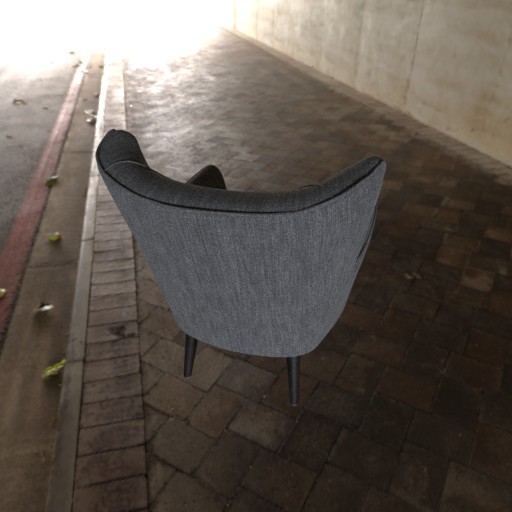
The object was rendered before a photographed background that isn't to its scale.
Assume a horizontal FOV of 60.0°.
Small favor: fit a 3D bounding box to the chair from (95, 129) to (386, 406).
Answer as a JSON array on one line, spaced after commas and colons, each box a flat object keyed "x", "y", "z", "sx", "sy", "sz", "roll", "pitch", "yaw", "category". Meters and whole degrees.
[{"x": 0.000, "y": 0.000, "z": 1.570, "sx": 0.781, "sy": 0.933, "sz": 0.888, "roll": 10, "pitch": 34, "yaw": 15, "category": "chair"}]
